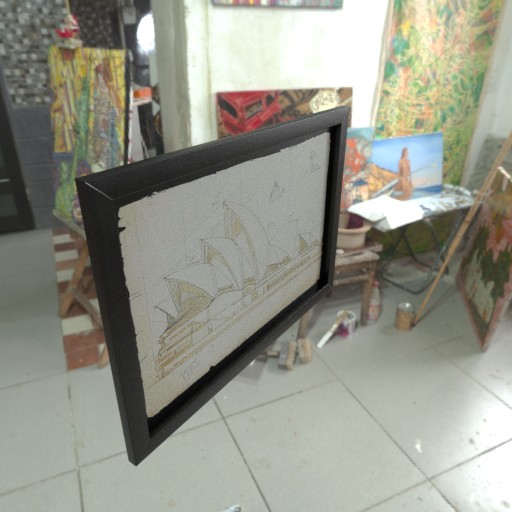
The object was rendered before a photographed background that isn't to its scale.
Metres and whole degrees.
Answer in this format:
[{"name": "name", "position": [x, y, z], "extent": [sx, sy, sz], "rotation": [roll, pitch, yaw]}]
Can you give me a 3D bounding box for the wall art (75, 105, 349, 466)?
[{"name": "wall art", "position": [0.000, 0.000, 0.553], "extent": [0.013, 0.306, 0.440], "rotation": [18, 32, 32]}]
